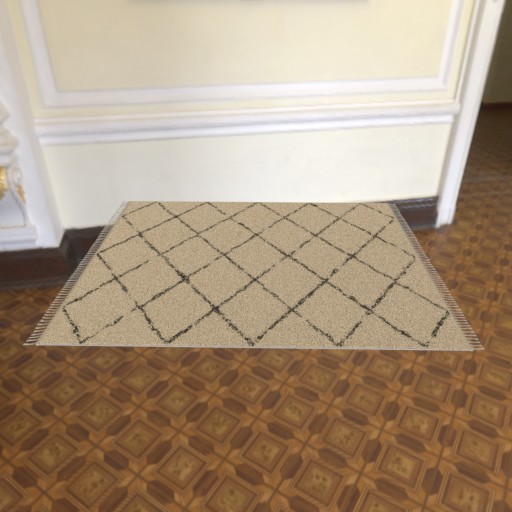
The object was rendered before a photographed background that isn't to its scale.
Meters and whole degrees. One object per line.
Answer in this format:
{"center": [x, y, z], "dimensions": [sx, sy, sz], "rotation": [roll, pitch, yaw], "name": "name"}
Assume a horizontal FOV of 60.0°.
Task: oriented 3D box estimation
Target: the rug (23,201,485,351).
{"center": [0.000, 0.000, 3.943], "dimensions": [3.051, 0.013, 2.380], "rotation": [1, 30, 1], "name": "rug"}
